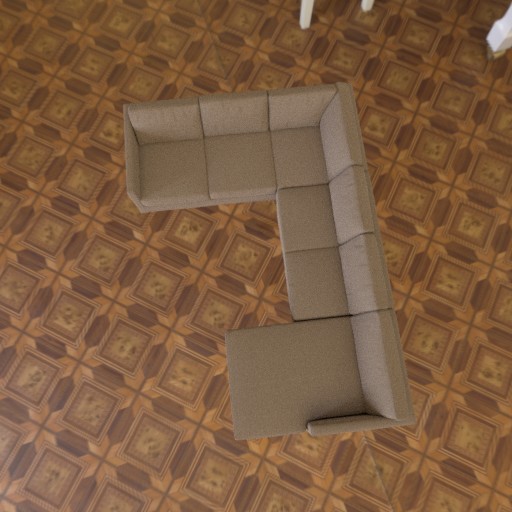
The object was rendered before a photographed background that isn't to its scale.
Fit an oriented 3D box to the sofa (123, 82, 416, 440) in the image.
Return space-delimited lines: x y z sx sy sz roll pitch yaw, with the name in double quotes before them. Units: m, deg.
"sofa" 0.000 0.000 4.457 2.424 0.865 3.438 -6 76 -2
